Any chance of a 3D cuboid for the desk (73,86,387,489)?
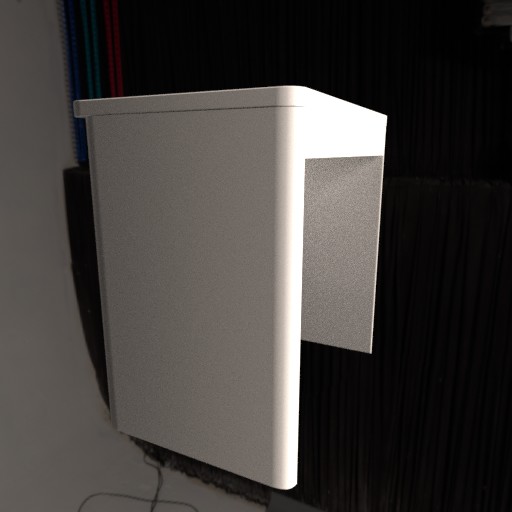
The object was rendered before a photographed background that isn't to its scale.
[{"bbox_3d":[0.000,0.000,1.274,0.549,0.800,0.762,7,15,26],"label":"desk"}]
